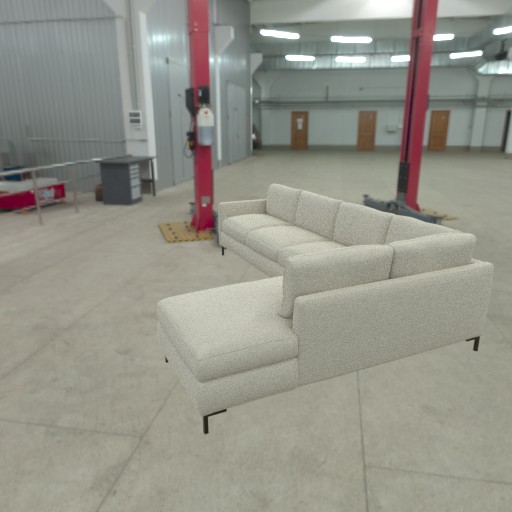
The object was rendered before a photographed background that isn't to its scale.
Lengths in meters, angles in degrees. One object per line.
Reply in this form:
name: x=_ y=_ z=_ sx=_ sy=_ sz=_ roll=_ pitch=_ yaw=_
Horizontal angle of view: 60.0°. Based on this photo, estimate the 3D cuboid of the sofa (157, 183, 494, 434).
sofa: x=0.000 y=0.000 z=3.704 sx=2.007 sy=0.815 sz=2.949 roll=-8 pitch=18 yaw=-24
